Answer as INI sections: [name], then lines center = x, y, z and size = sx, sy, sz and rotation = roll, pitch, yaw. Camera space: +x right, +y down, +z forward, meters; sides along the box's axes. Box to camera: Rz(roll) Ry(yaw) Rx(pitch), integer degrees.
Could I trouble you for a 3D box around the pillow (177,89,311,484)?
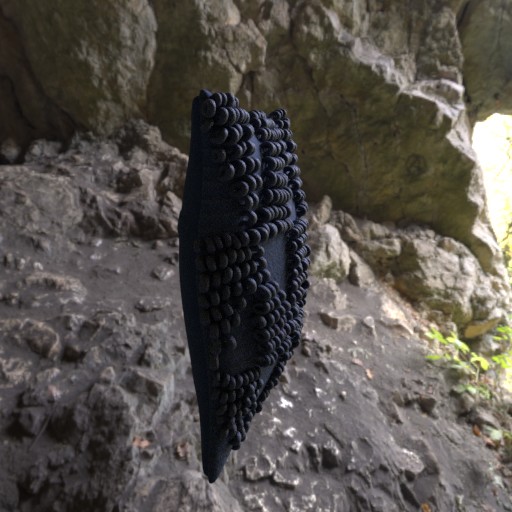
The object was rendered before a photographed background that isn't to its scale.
[pillow]
center = 0.000, 0.000, 0.708
size = 0.172, 0.466, 0.469
rotation = 3, 16, 11
